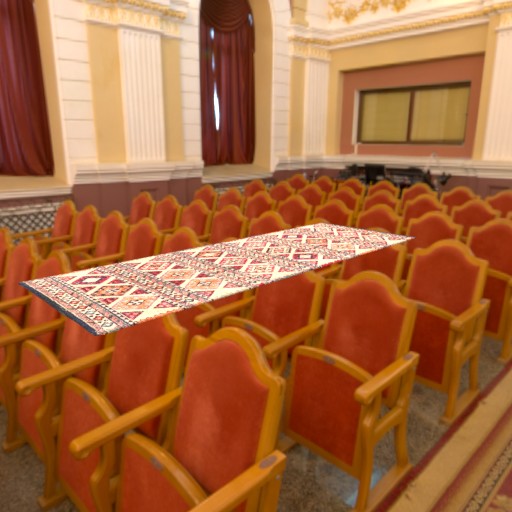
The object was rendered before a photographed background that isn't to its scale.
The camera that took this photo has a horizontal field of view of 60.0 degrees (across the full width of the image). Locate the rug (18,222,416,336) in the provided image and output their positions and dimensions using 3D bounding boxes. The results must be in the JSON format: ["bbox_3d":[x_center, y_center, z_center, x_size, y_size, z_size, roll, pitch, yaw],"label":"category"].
[{"bbox_3d":[0.000,0.000,2.618,2.362,0.008,0.832,-14,20,-43],"label":"rug"}]
